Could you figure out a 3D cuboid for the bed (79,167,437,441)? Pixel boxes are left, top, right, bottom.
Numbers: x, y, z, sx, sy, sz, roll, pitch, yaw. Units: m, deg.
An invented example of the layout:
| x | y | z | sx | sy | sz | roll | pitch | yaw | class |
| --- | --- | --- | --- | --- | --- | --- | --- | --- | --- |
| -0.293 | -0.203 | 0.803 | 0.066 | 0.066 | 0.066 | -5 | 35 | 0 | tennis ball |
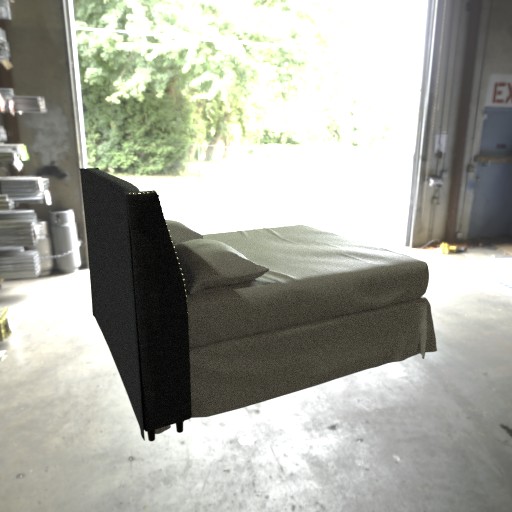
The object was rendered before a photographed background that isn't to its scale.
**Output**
| x | y | z | sx | sy | sz | roll | pitch | yaw | class |
| --- | --- | --- | --- | --- | --- | --- | --- | --- | --- |
| 0.000 | 0.000 | 3.429 | 2.276 | 1.332 | 1.925 | -7 | 17 | -26 | bed |
